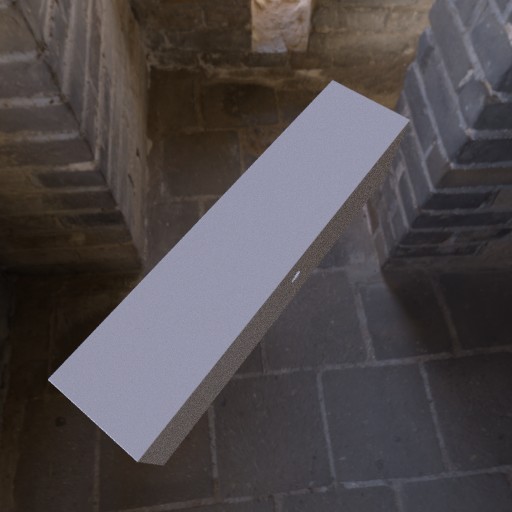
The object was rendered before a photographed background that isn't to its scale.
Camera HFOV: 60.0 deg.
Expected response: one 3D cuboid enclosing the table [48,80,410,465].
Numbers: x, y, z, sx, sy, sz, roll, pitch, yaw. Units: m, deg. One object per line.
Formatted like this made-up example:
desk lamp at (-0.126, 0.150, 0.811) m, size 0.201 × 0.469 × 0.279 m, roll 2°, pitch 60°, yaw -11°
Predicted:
table at (0.000, 0.000, 1.823) m, size 0.390 × 0.420 × 1.650 m, roll 34°, pitch 68°, yaw 16°
